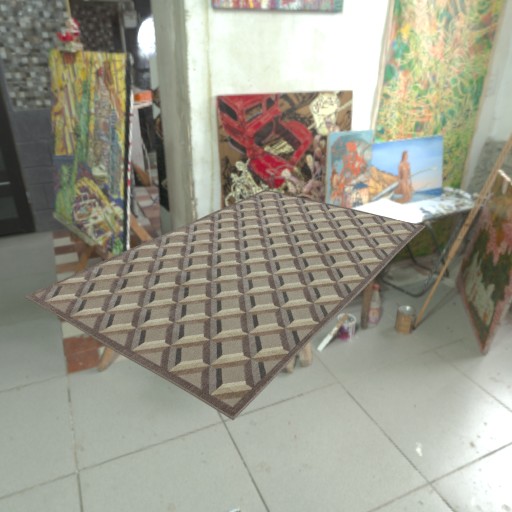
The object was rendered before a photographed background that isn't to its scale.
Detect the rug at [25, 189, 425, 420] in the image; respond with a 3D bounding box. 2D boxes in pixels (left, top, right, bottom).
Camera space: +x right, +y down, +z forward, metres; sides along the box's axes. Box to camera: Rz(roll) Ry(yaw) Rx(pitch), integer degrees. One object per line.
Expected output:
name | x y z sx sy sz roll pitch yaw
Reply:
rug | 0.000 0.000 2.086 1.066 0.011 1.677 18 32 32
